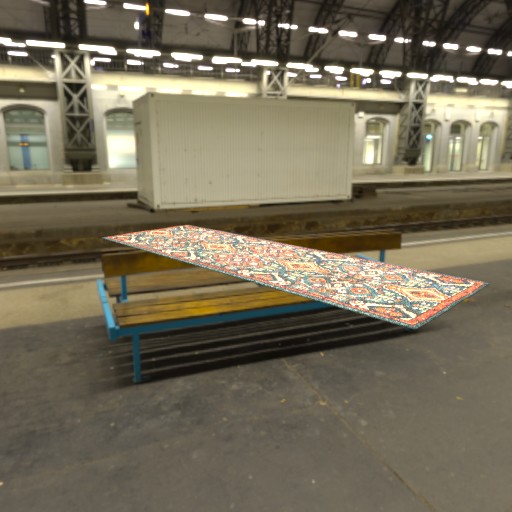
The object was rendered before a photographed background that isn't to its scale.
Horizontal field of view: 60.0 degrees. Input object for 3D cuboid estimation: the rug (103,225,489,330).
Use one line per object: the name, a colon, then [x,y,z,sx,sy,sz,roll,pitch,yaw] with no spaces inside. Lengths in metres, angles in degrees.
rug: [0.000,0.000,2.746,2.459,0.010,0.801,13,19,43]
